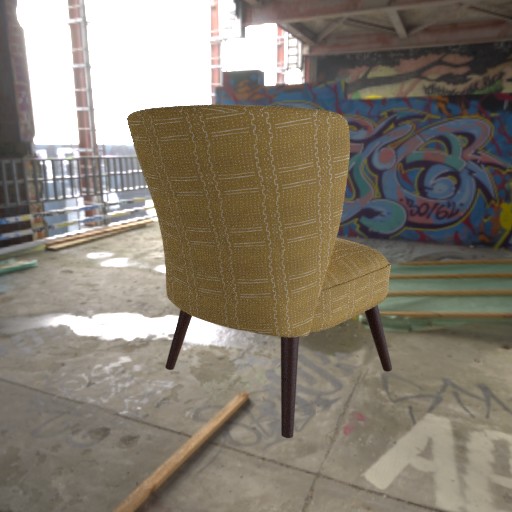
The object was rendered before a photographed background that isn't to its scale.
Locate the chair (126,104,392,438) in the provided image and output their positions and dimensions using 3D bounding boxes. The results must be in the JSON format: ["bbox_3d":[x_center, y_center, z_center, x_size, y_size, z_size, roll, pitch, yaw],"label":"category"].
[{"bbox_3d":[0.000,0.000,1.415,0.706,0.866,0.758,13,19,42],"label":"chair"}]
